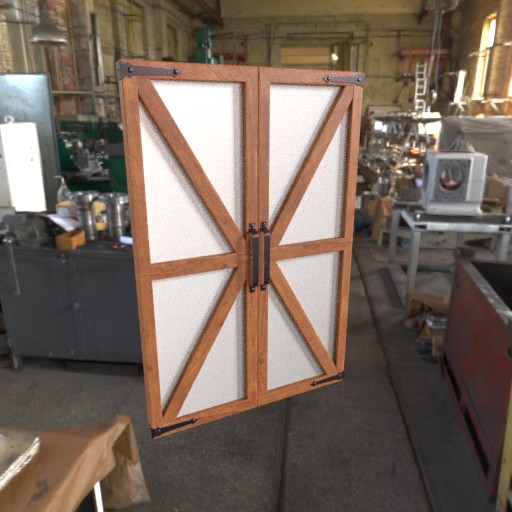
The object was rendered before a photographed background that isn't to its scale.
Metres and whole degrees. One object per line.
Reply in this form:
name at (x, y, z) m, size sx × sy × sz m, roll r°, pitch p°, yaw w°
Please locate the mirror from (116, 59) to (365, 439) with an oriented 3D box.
mirror at (0.000, 0.000, 0.965) m, size 0.517 × 0.761 × 0.053 m, roll -9°, pitch 19°, yaw -25°
